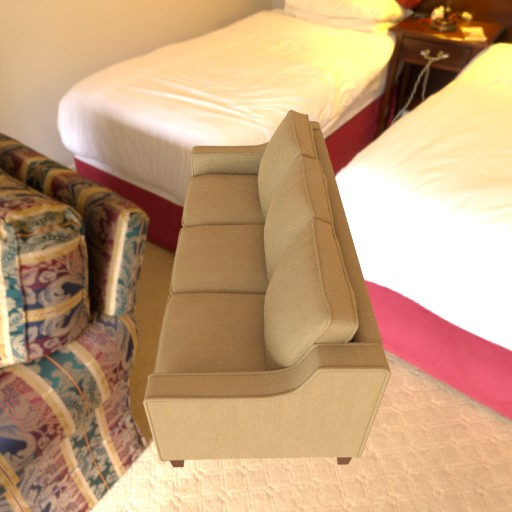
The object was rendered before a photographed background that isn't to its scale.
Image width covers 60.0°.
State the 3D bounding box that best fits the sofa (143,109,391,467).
[{"bbox_3d":[0.000,0.000,2.488,0.911,0.974,1.986,-1,41,-1],"label":"sofa"}]
